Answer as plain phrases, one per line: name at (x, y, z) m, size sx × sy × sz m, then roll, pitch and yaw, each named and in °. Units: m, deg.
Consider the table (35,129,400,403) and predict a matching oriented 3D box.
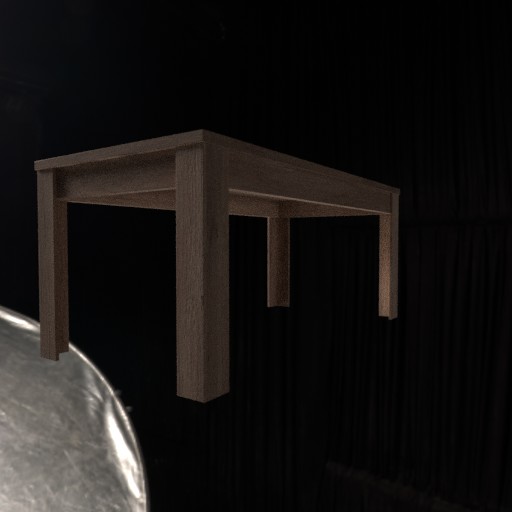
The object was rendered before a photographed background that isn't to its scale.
table at (0.000, 0.000, 2.264) m, size 0.900 × 0.790 × 1.800 m, roll 1°, pitch 2°, yaw 35°
